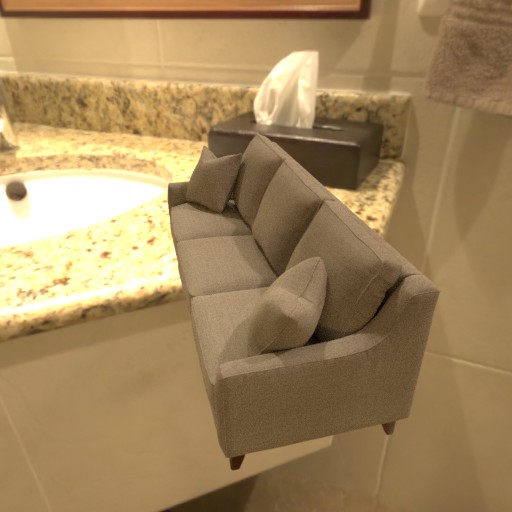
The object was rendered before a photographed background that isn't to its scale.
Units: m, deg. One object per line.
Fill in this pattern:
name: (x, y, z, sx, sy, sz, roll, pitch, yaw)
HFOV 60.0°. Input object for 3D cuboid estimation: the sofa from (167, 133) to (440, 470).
sofa: (0.000, 0.000, 2.523, 0.865, 0.914, 2.031, -8, 31, -13)
